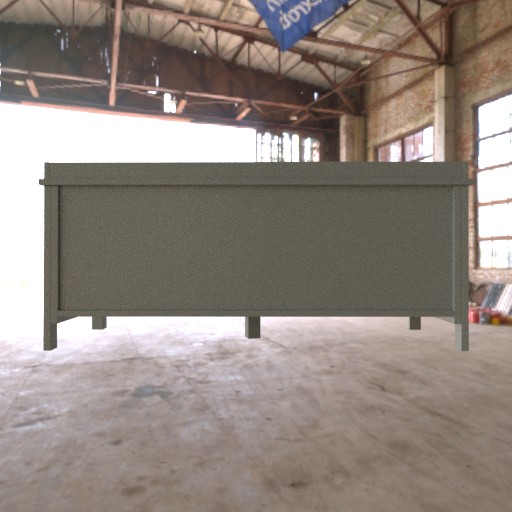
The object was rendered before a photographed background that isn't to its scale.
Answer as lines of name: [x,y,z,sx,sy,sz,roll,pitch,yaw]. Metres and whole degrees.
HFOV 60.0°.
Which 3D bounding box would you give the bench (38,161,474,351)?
bench: [0.000,0.000,1.357,1.140,0.501,0.398,0,0,0]
